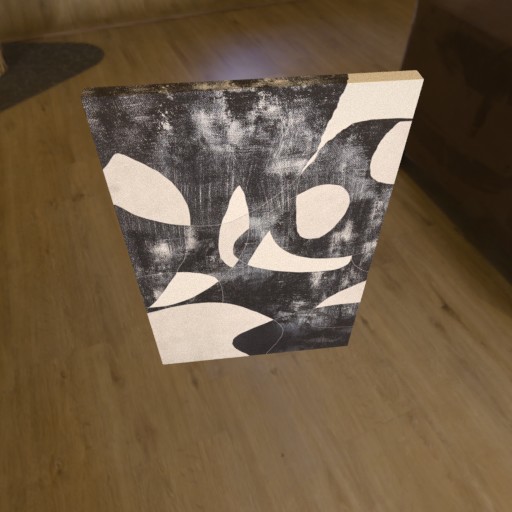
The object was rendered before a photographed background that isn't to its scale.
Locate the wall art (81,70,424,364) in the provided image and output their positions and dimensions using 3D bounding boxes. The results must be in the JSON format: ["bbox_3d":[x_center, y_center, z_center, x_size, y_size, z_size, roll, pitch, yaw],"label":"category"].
[{"bbox_3d":[0.000,0.000,1.131,0.610,0.915,0.041,-5,47,-4],"label":"wall art"}]
